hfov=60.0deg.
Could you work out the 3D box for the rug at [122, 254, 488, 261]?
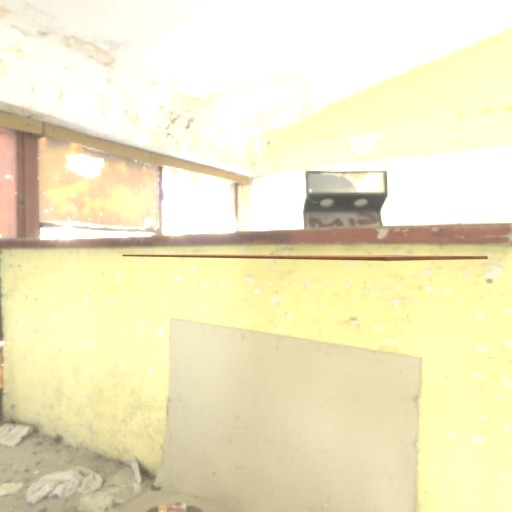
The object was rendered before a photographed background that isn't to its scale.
[{"bbox_3d":[0.000,0.000,2.726,0.764,0.017,2.439,0,1,-38],"label":"rug"}]
